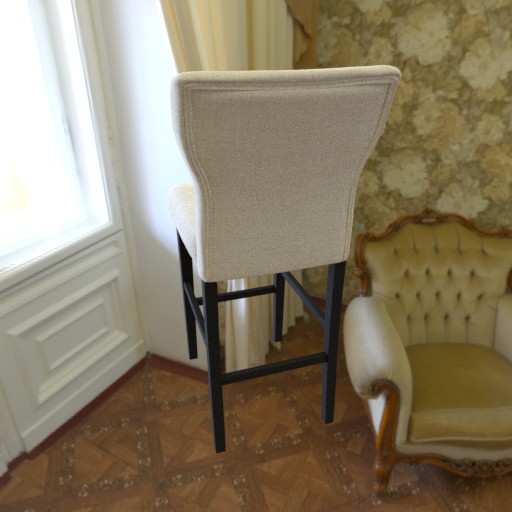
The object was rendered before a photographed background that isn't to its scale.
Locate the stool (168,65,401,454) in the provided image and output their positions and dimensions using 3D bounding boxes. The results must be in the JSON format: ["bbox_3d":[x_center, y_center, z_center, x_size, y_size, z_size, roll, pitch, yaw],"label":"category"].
[{"bbox_3d":[0.000,0.000,1.395,0.516,1.124,0.603,-8,27,-16],"label":"stool"}]
